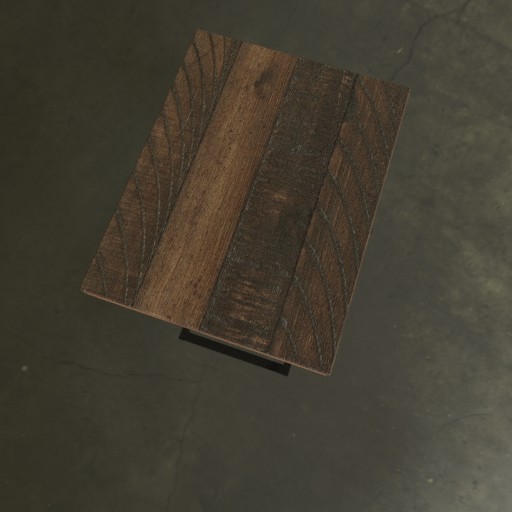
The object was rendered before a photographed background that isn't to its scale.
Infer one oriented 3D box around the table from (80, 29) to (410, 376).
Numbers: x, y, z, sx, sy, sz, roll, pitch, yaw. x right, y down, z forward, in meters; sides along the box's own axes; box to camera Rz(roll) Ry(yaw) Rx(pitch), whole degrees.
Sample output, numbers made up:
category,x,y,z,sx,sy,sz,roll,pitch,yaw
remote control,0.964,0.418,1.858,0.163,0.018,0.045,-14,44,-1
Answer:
category,x,y,z,sx,sy,sz,roll,pitch,yaw
table,0.000,0.000,0.930,0.323,0.718,0.414,18,75,5
